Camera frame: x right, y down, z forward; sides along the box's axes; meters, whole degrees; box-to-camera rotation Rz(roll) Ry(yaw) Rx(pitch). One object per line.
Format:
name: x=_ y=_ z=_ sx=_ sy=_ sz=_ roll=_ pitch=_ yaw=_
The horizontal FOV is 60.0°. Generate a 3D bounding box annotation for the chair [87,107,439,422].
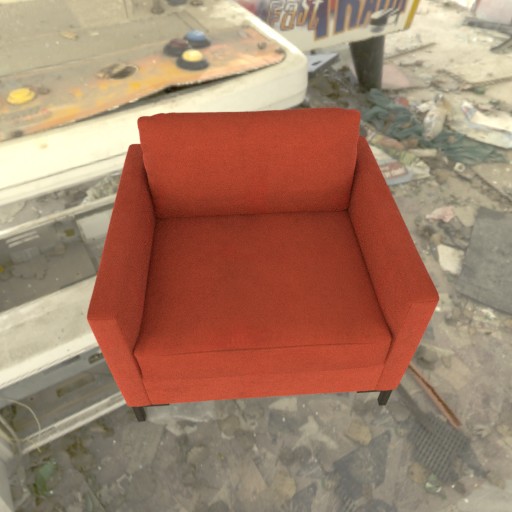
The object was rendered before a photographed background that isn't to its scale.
chair: x=0.000 y=0.000 z=1.593 sx=0.964 sy=0.812 sz=0.875 roll=-3 pitch=46 yaw=-3
